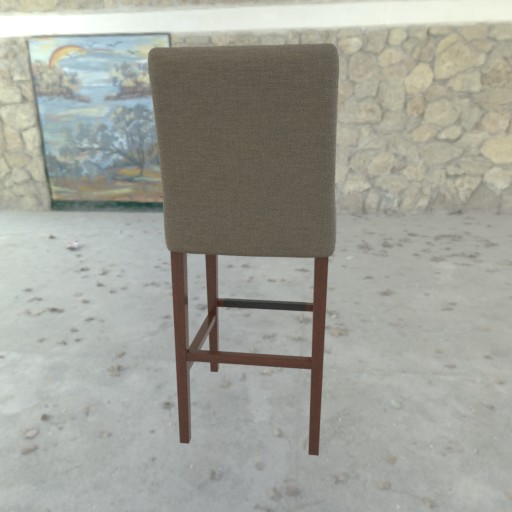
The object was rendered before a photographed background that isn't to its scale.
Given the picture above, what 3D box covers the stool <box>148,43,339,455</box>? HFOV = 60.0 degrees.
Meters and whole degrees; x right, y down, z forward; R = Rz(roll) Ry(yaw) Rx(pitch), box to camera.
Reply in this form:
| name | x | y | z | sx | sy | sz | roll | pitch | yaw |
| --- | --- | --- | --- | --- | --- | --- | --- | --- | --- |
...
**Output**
| name | x | y | z | sx | sy | sz | roll | pitch | yaw |
| --- | --- | --- | --- | --- | --- | --- | --- | --- | --- |
| stool | 0.000 | 0.000 | 1.332 | 0.470 | 1.078 | 0.577 | 2 | 16 | 7 |
